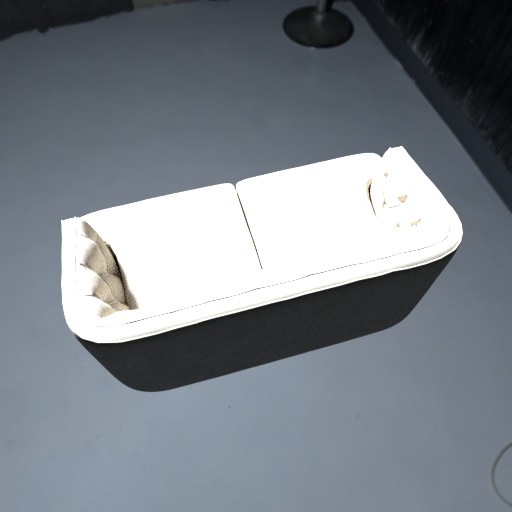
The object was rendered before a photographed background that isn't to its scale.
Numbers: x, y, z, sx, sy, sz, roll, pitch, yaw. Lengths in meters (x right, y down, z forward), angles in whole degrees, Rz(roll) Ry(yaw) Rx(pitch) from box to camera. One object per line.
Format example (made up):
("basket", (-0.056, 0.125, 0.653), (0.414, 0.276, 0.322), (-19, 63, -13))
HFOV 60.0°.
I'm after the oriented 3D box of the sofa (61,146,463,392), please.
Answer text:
("sofa", (0.000, 0.000, 2.264), (1.731, 0.878, 0.940), (-14, 61, -8))
